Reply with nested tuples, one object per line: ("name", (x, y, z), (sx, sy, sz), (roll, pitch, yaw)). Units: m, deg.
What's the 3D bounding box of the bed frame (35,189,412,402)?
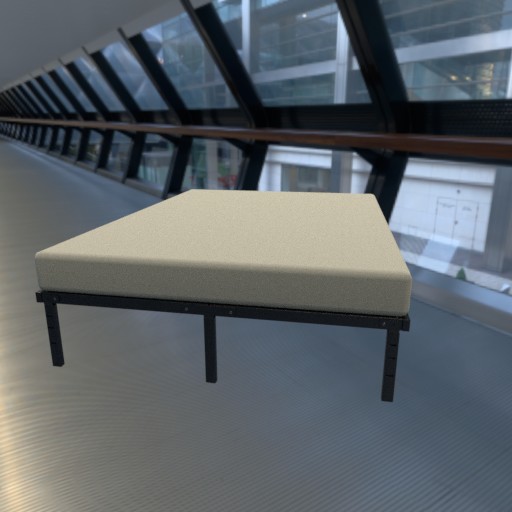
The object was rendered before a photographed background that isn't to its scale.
("bed frame", (0.000, 0.000, 3.529), (1.990, 0.680, 2.635), (3, 16, 10))
